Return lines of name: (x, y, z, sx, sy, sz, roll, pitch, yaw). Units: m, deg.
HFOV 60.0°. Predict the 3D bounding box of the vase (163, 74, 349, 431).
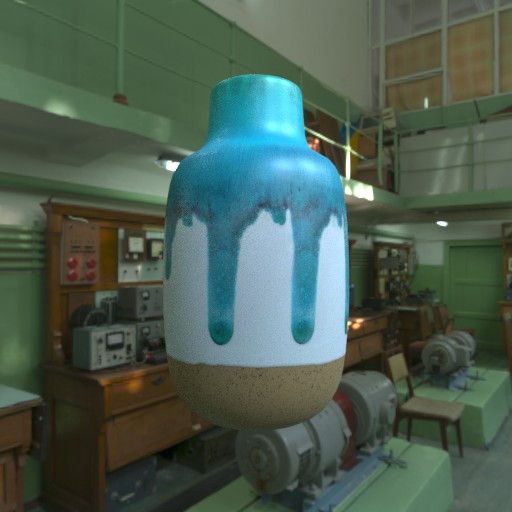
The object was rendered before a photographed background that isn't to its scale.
vase: (0.000, 0.000, 0.258, 0.106, 0.192, 0.106, 0, -1, 0)
